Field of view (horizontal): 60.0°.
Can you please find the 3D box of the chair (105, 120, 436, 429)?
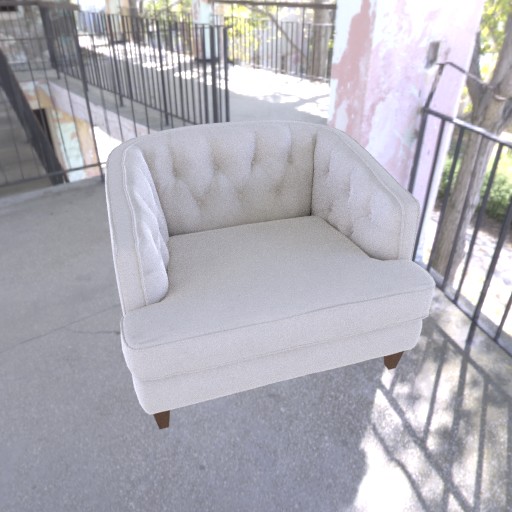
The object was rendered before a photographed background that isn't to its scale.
[{"bbox_3d":[0.000,0.000,1.799,1.104,0.852,0.941,-10,33,-15],"label":"chair"}]
